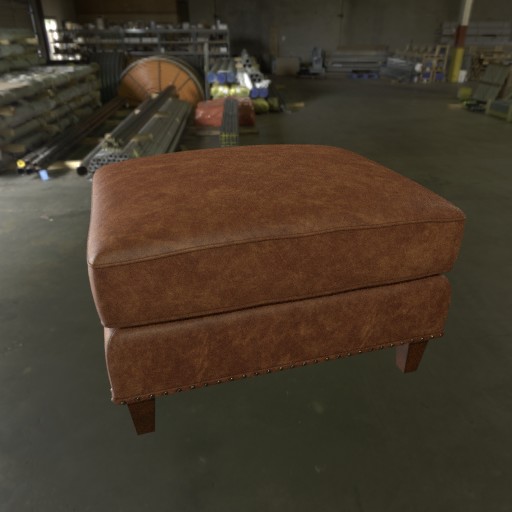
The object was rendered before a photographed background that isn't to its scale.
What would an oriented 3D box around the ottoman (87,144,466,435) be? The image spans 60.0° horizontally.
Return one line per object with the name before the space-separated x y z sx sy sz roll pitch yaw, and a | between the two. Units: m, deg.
ottoman | 0.000 0.000 1.114 0.742 0.486 0.586 -8 28 -15
